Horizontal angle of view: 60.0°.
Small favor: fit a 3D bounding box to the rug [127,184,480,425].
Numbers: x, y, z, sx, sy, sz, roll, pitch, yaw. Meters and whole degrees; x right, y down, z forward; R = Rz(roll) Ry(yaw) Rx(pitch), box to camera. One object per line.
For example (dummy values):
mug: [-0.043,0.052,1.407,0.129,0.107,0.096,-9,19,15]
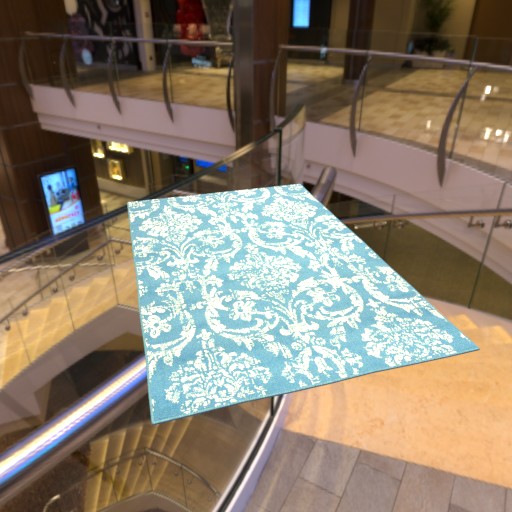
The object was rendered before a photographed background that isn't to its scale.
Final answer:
rug: [0.000,0.000,2.275,1.211,0.012,1.833,-8,31,-14]
